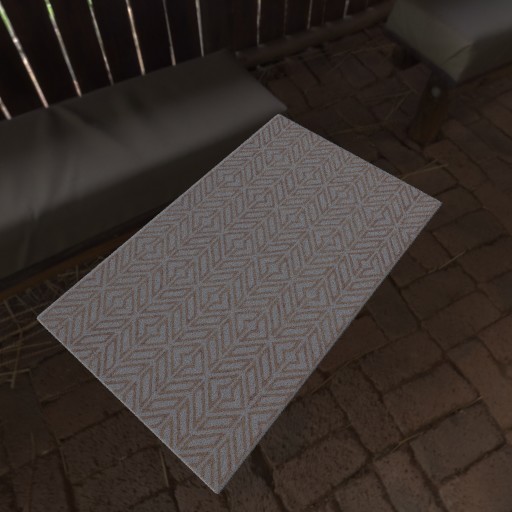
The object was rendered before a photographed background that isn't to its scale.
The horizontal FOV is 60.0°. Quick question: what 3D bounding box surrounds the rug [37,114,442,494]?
[{"bbox_3d":[0.000,0.000,2.988,1.523,0.008,2.438,35,64,20],"label":"rug"}]
